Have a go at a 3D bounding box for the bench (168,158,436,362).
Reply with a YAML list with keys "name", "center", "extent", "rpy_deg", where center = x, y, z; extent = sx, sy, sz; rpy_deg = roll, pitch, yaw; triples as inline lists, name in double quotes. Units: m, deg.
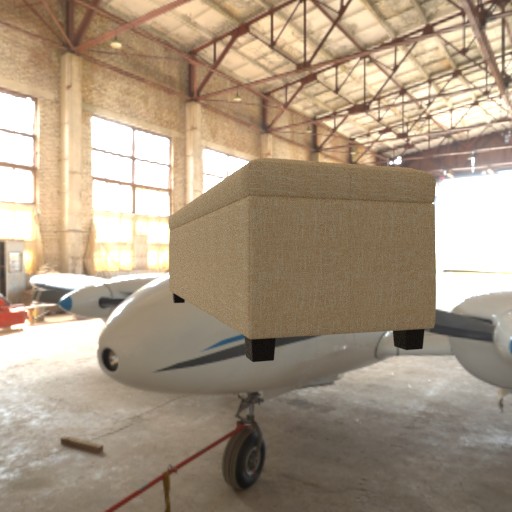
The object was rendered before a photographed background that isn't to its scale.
- name: "bench"
  center: [0.000, 0.000, 1.458]
  extent: [0.432, 0.406, 1.219]
  rpy_deg: [0, 0, -18]
